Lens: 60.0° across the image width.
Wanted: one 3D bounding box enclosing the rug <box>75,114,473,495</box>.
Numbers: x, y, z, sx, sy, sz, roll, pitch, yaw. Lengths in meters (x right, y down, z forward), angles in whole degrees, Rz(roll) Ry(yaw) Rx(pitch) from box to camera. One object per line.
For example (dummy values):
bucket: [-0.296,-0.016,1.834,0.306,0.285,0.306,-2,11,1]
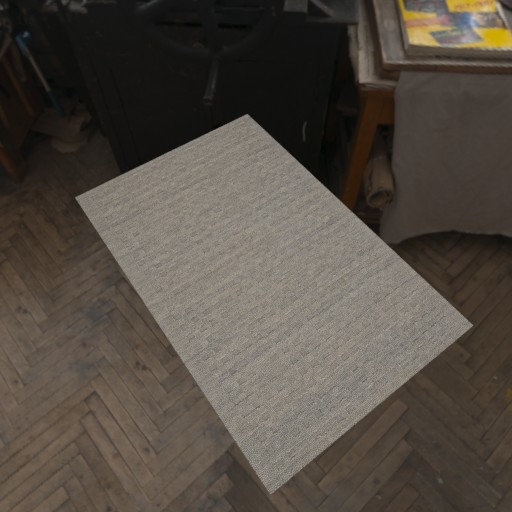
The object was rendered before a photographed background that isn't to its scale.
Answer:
rug: [0.000,0.000,2.194,1.142,0.006,1.752,-32,63,-18]
